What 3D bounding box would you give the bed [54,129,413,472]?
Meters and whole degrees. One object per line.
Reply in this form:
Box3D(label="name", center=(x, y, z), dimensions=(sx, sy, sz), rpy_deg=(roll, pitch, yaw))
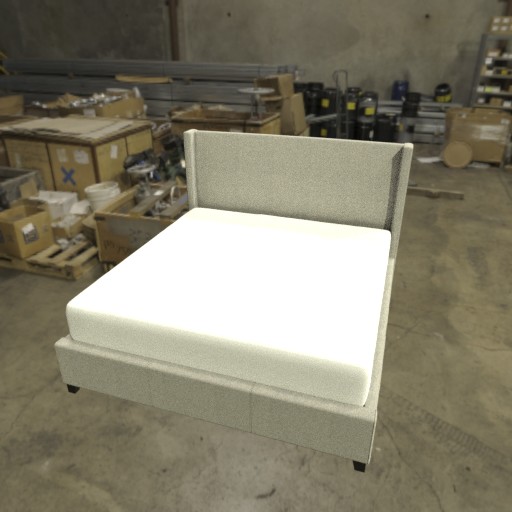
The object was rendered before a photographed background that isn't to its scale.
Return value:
Box3D(label="bed", center=(0.000, 0.000, 3.523), dimensions=(2.140, 1.470, 2.280), rpy_deg=(8, 27, 16))
